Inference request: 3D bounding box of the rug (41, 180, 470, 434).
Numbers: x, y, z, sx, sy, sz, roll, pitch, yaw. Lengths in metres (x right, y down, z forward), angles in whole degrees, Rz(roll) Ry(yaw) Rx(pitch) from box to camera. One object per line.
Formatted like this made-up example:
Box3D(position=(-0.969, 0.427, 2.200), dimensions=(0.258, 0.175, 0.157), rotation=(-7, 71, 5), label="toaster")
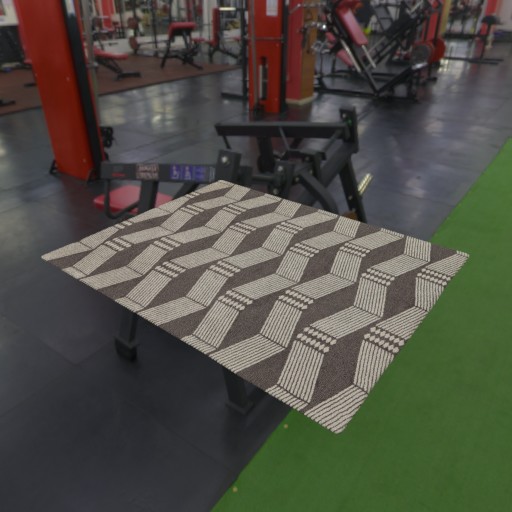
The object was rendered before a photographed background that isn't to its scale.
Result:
Box3D(position=(0.000, 0.000, 4.017), dimensions=(3.048, 0.016, 2.438), rotation=(22, 37, 32), label="rug")
